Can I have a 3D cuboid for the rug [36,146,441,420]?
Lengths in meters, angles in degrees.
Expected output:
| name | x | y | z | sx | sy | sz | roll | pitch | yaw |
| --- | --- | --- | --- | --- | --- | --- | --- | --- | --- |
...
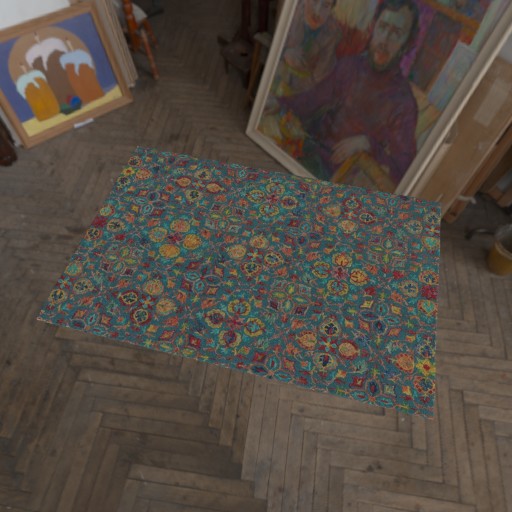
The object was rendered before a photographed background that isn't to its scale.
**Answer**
| name | x | y | z | sx | sy | sz | roll | pitch | yaw |
| --- | --- | --- | --- | --- | --- | --- | --- | --- | --- |
| rug | 0.000 | 0.000 | 2.290 | 1.836 | 0.014 | 1.216 | 12 | 57 | 8 |
